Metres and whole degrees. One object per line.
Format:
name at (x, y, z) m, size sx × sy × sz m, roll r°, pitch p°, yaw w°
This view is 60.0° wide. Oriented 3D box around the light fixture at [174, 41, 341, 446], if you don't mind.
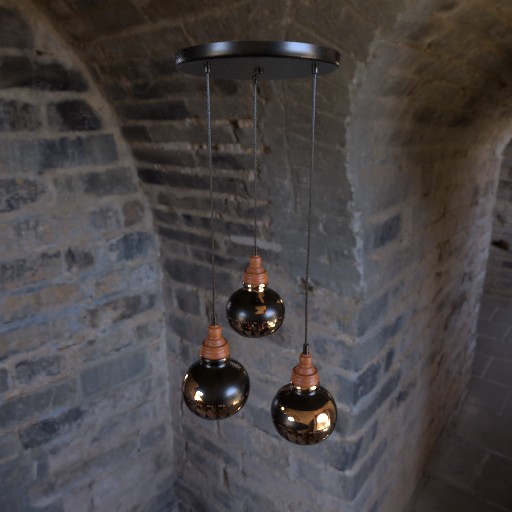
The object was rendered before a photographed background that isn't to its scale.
light fixture at (0.000, 0.000, 1.715) m, size 0.608 × 1.410 × 0.605 m, roll -2°, pitch 15°, yaw -8°
